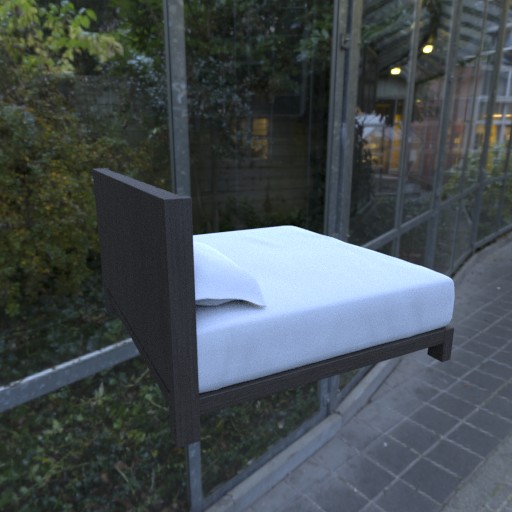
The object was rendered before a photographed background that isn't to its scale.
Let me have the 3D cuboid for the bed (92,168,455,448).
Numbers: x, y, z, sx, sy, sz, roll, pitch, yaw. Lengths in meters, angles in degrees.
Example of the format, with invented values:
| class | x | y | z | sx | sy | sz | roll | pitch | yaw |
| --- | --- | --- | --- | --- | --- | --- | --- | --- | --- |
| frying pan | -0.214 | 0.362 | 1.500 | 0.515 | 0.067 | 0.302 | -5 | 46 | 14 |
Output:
| class | x | y | z | sx | sy | sz | roll | pitch | yaw |
| --- | --- | --- | --- | --- | --- | --- | --- | --- | --- |
| bed | 0.000 | 0.000 | 3.451 | 2.012 | 1.270 | 2.134 | -8 | 17 | -26 |
